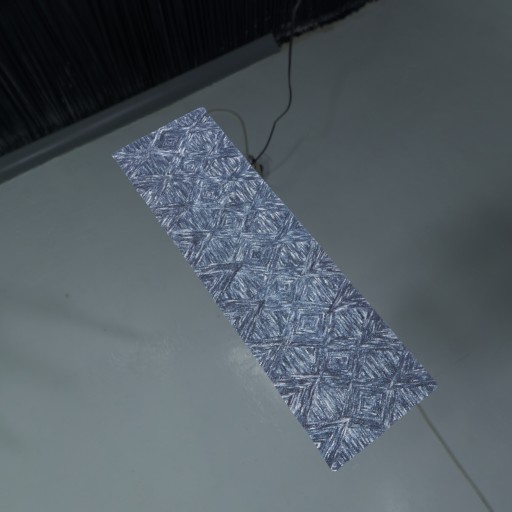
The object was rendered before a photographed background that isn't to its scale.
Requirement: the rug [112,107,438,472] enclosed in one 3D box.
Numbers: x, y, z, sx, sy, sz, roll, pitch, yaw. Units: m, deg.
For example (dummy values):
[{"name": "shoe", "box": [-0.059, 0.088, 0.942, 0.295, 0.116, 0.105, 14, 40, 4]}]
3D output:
[{"name": "rug", "box": [0.000, 0.000, 2.602, 0.719, 0.013, 2.306, -33, 69, -14]}]
